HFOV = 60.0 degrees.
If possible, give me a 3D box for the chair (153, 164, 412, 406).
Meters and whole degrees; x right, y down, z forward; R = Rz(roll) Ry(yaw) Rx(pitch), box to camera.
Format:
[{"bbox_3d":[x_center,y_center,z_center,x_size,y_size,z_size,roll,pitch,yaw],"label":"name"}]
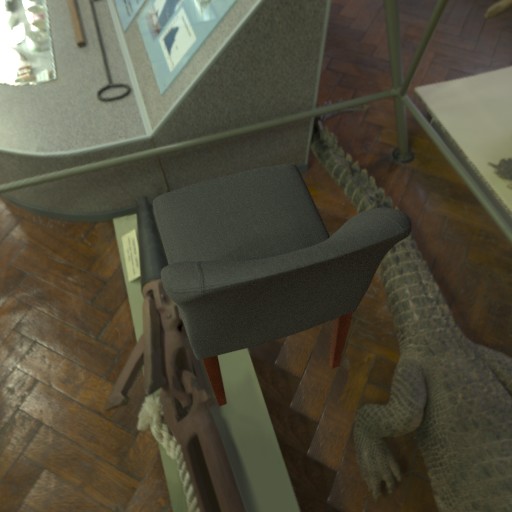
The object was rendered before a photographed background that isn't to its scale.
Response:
[{"bbox_3d":[0.000,0.000,1.243,0.506,0.879,0.619,-16,59,-10],"label":"chair"}]
